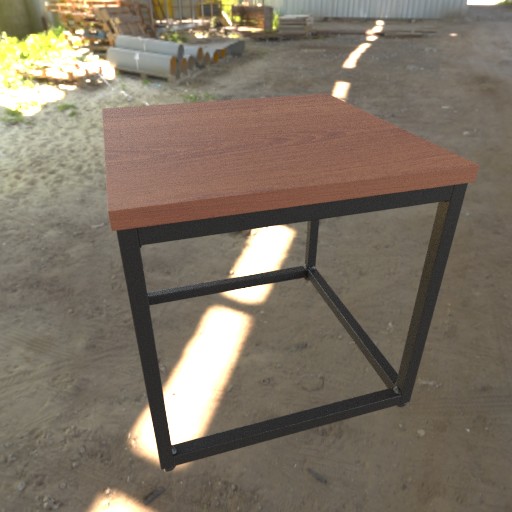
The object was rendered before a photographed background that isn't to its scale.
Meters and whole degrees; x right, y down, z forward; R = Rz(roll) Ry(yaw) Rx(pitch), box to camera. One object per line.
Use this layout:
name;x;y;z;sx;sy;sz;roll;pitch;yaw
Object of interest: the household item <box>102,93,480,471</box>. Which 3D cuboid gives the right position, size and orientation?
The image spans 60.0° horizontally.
household item;0.000;0.000;0.713;0.400;0.400;0.400;-9;33;-15
